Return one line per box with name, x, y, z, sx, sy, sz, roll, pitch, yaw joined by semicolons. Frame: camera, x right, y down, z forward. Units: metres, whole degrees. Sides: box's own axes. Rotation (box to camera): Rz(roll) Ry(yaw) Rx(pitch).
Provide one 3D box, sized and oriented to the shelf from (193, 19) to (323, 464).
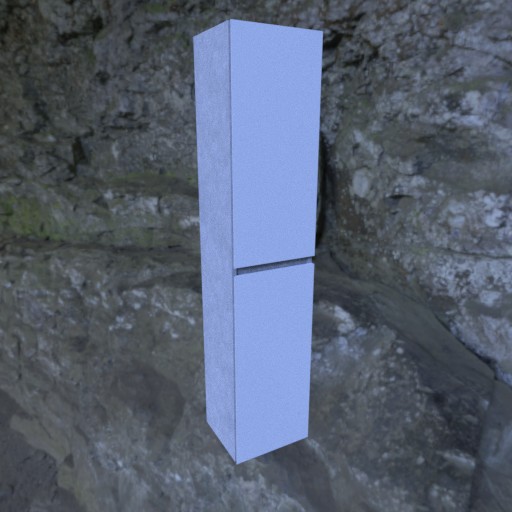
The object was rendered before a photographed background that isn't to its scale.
shelf;0.000;0.000;1.535;0.300;1.400;0.270;-9;18;-28
